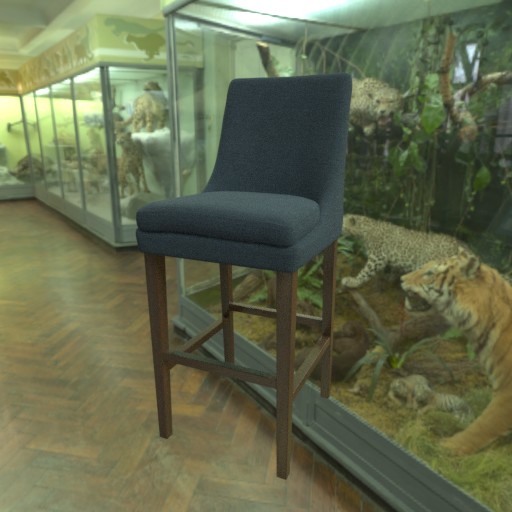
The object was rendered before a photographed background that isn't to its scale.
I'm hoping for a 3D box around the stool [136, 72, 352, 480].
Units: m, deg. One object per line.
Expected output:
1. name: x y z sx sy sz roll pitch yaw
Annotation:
1. stool: 0.000 0.000 1.358 0.470 1.078 0.577 7 17 24
